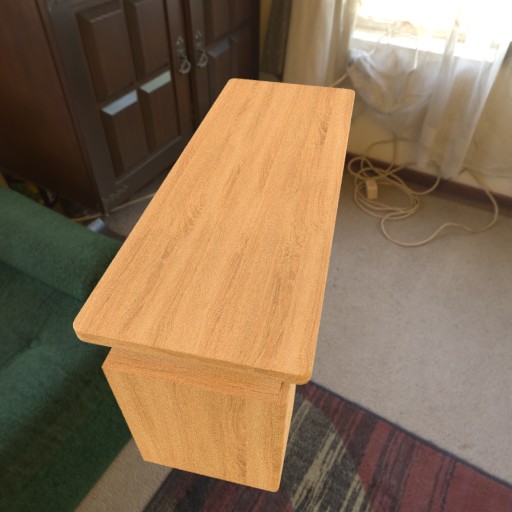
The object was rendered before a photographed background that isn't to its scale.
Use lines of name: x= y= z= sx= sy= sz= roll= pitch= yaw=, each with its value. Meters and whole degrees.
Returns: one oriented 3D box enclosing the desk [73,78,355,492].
desk: x=0.000 y=0.000 z=1.707 sx=0.550 sy=0.760 sz=1.400 roll=9 pitch=45 yaw=9
